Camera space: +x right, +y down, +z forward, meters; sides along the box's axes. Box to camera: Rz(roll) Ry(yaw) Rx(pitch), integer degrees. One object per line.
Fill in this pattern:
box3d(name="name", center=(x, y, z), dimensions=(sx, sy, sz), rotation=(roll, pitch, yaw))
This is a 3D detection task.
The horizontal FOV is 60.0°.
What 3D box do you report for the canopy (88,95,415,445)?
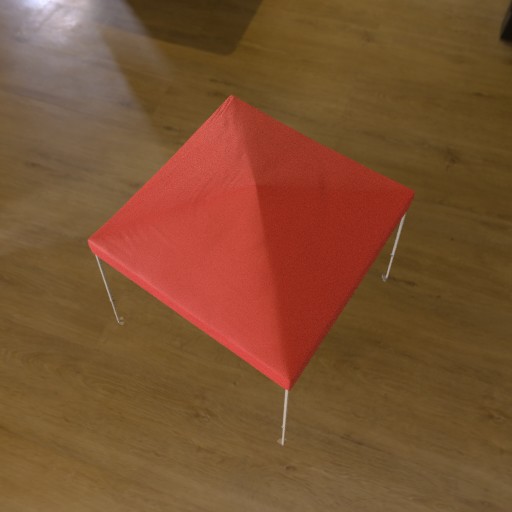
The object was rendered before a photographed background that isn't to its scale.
box3d(name="canopy", center=(0.000, 0.000, 6.601), dimensions=(3.599, 3.600, 3.600), rotation=(32, 68, 15))
